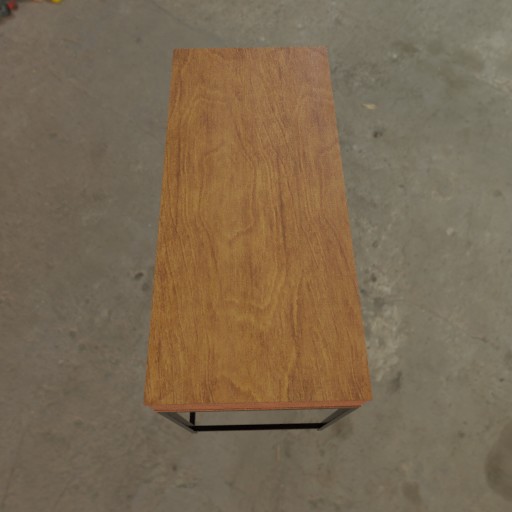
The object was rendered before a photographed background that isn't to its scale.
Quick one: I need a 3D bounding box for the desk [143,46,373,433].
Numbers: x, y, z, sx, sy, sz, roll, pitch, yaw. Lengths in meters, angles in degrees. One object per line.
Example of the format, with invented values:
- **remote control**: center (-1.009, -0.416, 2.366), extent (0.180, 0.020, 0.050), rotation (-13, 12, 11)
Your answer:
- **desk**: center (0.000, 0.000, 1.446), extent (0.470, 0.762, 1.016), rotation (-1, 64, -1)
